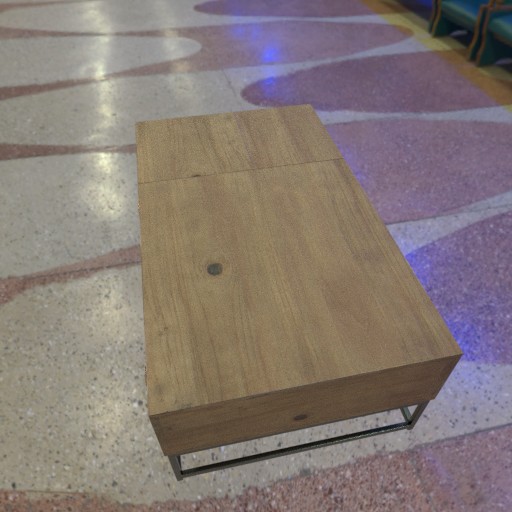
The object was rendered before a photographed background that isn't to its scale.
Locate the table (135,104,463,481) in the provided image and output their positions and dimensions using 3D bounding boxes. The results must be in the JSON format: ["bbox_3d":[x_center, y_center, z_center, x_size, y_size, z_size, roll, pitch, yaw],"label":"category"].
[{"bbox_3d":[0.000,0.000,1.392,0.655,0.395,1.101,-9,47,-8],"label":"table"}]
